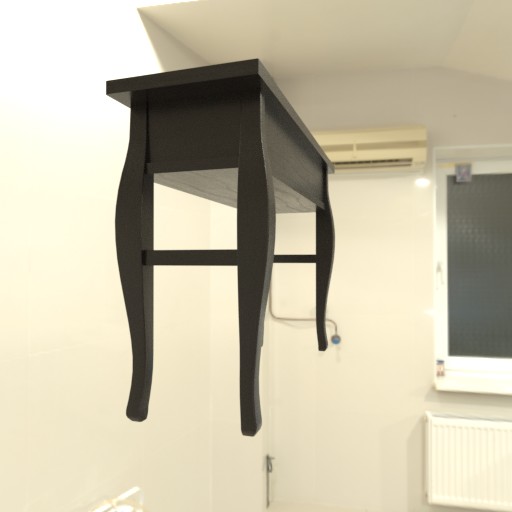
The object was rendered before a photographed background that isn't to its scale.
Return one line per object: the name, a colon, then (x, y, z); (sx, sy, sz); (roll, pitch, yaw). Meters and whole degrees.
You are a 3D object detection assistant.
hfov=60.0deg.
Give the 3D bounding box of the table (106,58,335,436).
table: (0.000, 0.000, 1.429); (0.373, 0.768, 1.062); (0, -1, 18)
